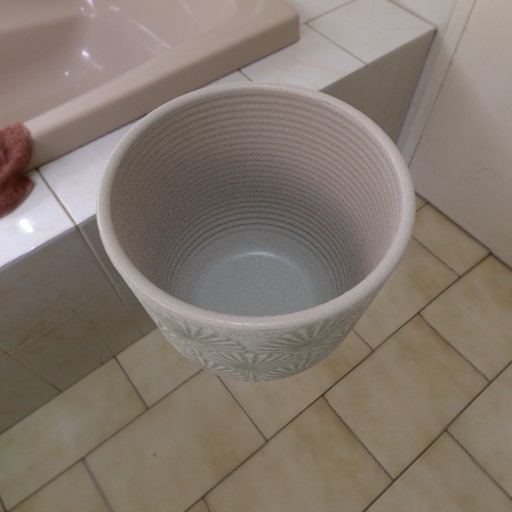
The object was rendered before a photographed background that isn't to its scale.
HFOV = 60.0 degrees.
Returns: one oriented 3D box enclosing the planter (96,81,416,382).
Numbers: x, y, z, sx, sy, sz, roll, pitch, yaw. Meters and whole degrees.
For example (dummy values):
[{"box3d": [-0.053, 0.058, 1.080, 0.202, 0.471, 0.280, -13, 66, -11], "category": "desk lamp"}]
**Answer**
[{"box3d": [0.000, 0.000, 0.301, 0.170, 0.152, 0.170, 0, 58, 0], "category": "planter"}]
